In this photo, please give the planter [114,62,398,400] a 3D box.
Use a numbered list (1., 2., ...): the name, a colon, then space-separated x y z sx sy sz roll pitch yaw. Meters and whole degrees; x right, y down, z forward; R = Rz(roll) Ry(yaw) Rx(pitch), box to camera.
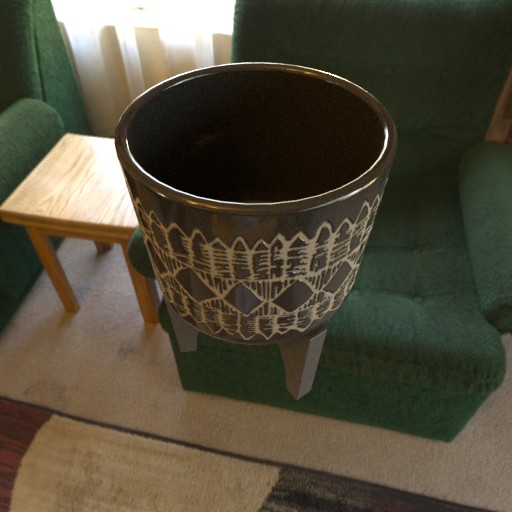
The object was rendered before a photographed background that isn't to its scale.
1. planter: 0.000 0.000 0.526 0.251 0.355 0.251 -4 47 -4
